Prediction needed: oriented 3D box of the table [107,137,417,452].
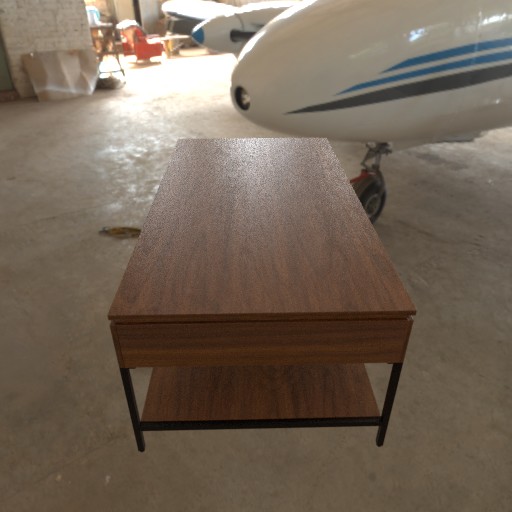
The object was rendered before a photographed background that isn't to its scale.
[{"bbox_3d":[0.000,0.000,1.378,0.574,0.414,1.057,-1,32,-1],"label":"table"}]
